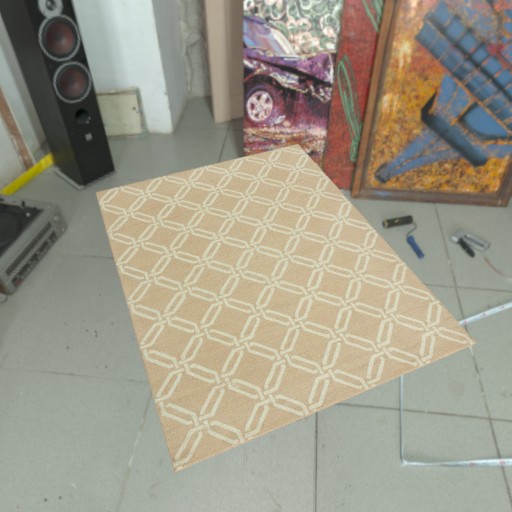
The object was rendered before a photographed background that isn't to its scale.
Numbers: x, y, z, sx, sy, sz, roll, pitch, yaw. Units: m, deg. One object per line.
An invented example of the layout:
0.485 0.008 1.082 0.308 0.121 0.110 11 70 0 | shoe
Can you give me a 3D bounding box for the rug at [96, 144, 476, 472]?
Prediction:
0.000 0.000 3.862 2.288 0.018 2.895 -17 49 -16 | rug
